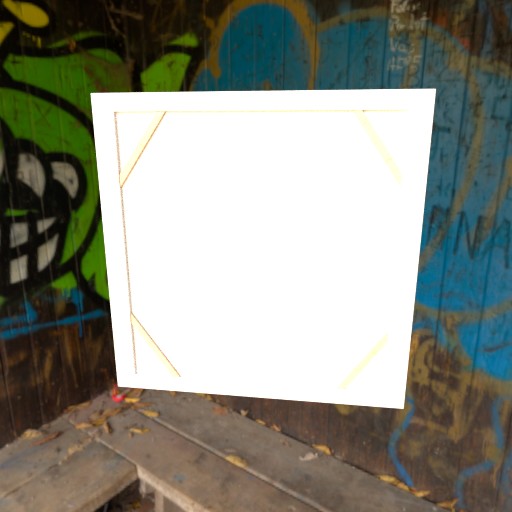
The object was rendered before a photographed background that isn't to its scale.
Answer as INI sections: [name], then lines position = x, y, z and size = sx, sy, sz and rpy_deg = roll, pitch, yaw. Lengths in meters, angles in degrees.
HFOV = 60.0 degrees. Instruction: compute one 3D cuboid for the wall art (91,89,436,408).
[wall art]
position = 0.000, 0.000, 0.876
size = 0.610, 0.610, 0.038
rpy_deg = 2, 16, 8
